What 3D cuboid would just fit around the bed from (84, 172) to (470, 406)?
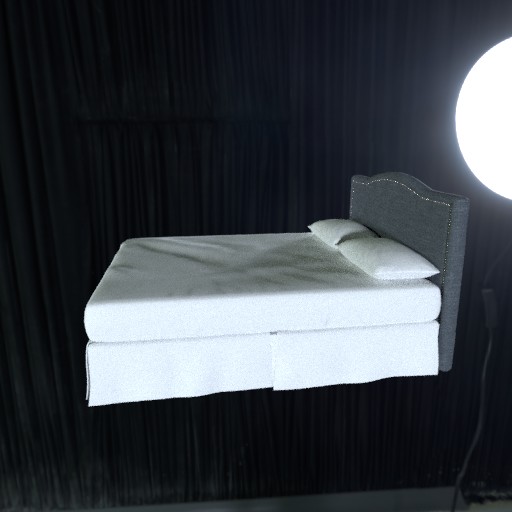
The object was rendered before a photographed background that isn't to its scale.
[{"bbox_3d":[0.000,0.000,3.994,2.689,1.457,2.161,-2,15,-8],"label":"bed"}]
